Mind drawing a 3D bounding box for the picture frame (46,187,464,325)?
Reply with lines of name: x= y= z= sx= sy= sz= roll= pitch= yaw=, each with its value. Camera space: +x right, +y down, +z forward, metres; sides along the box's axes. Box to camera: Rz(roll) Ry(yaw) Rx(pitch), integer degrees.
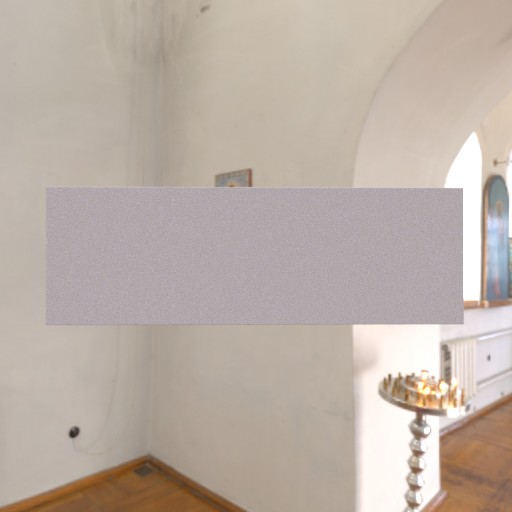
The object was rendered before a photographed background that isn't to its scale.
picture frame: x=0.000 y=0.000 z=0.830 sx=0.759 sy=0.250 sz=0.050 roll=0 pitch=0 yaw=-1
